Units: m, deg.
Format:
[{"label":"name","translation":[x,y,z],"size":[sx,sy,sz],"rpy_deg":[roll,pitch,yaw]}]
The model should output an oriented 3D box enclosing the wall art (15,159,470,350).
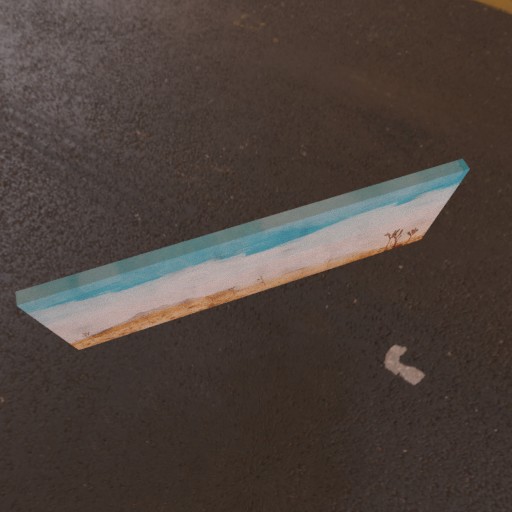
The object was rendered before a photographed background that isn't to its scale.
[{"label":"wall art","translation":[0.000,0.000,0.824],"size":[0.759,0.254,0.044],"rpy_deg":[-17,65,-8]}]
